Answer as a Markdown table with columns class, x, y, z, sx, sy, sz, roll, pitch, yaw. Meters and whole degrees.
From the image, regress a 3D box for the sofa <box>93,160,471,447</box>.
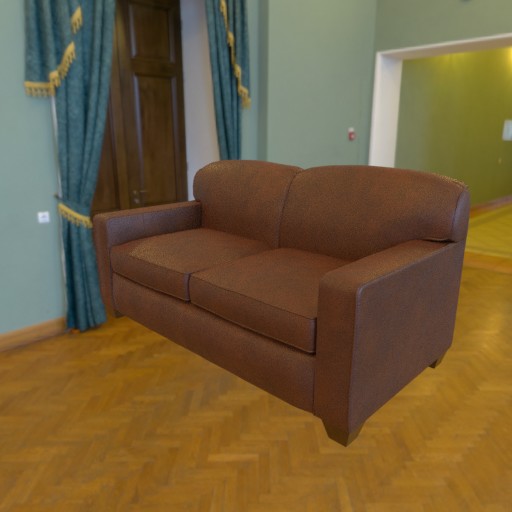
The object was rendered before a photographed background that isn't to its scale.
| class | x | y | z | sx | sy | sz | roll | pitch | yaw |
| --- | --- | --- | --- | --- | --- | --- | --- | --- | --- |
| sofa | 0.000 | 0.000 | 2.402 | 1.856 | 0.966 | 1.000 | 15 | 22 | 42 |
